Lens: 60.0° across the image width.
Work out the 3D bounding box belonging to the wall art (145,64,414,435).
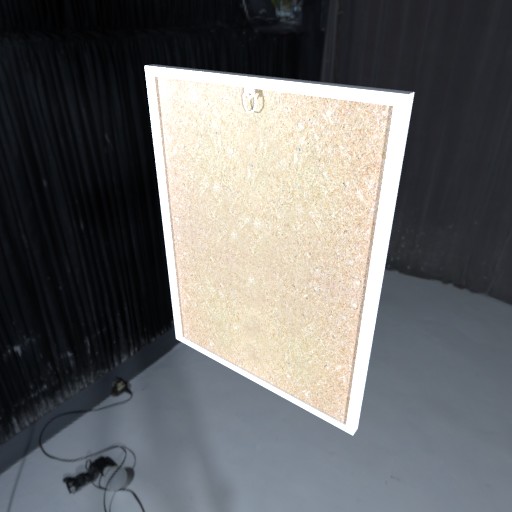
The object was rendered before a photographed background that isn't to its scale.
[{"bbox_3d":[0.000,0.000,1.394,0.805,1.056,0.042,20,35,31],"label":"wall art"}]
